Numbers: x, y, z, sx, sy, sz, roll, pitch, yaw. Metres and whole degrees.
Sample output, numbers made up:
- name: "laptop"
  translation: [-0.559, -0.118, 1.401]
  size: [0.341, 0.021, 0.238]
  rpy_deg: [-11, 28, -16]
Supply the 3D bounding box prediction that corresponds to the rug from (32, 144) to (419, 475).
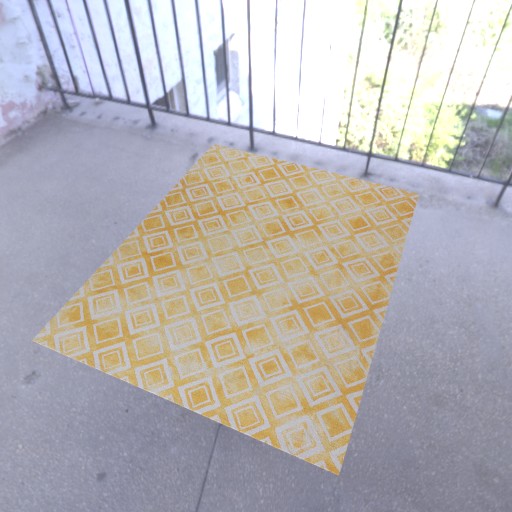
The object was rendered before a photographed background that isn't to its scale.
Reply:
- name: "rug"
  translation: [0.000, 0.000, 4.029]
  size: [2.433, 0.011, 3.037]
  rpy_deg: [17, 48, 16]
